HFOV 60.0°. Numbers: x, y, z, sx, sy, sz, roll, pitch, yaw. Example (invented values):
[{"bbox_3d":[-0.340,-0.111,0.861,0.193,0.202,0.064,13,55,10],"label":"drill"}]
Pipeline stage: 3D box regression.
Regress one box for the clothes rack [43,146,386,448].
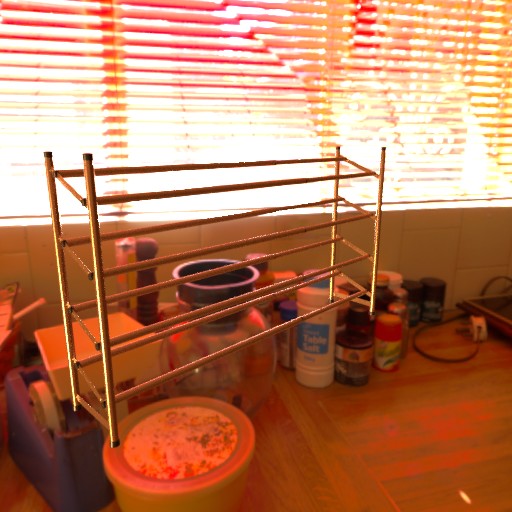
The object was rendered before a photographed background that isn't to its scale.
[{"bbox_3d":[0.000,0.000,1.423,1.168,0.672,0.229,-14,20,-43],"label":"clothes rack"}]
